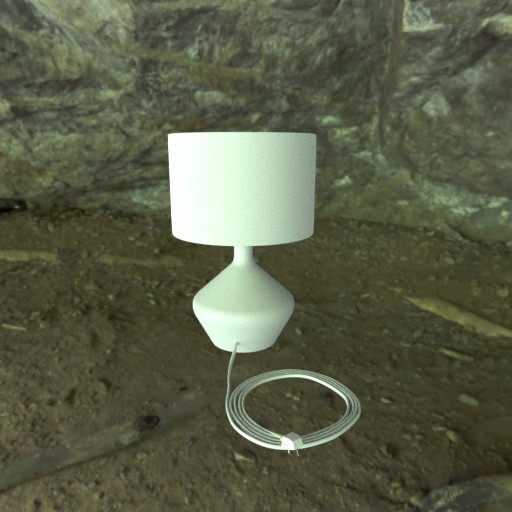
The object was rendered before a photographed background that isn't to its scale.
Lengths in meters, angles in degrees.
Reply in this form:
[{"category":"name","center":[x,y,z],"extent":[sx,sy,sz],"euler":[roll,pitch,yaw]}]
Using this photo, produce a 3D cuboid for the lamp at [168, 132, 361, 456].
[{"category":"lamp","center":[0.000,0.000,0.851],"extent":[0.401,0.457,0.546],"euler":[2,14,9]}]
